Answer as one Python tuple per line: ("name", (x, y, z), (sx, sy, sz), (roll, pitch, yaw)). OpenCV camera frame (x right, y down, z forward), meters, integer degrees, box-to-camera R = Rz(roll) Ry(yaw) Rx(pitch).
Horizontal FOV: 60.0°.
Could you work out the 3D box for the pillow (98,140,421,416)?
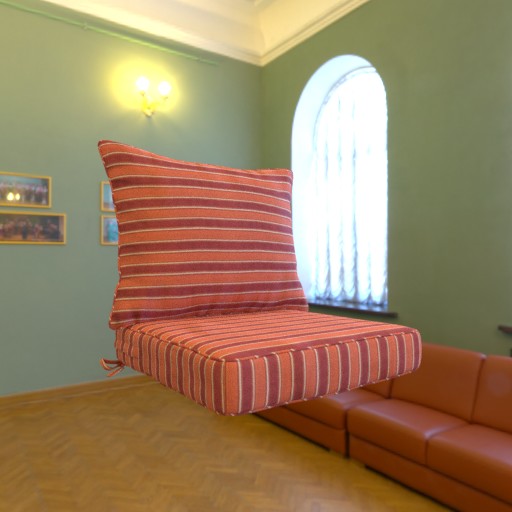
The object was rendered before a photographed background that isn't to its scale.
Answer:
("pillow", (0.000, 0.000, 1.370), (0.799, 0.723, 0.733), (0, 0, -36))
